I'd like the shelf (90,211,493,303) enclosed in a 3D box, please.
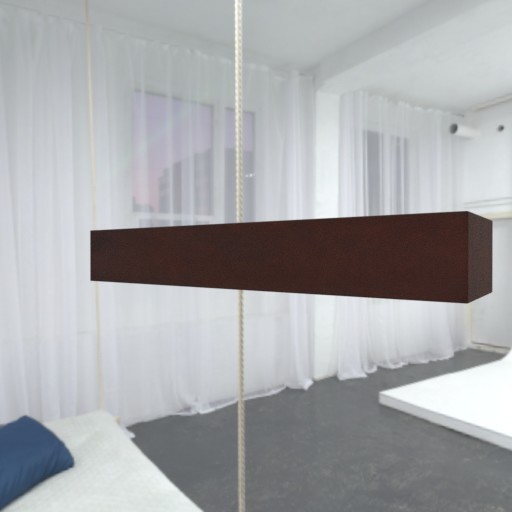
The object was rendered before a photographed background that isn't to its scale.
[{"bbox_3d":[0.000,0.000,0.660,0.607,0.088,0.152,0,0,36],"label":"shelf"}]
